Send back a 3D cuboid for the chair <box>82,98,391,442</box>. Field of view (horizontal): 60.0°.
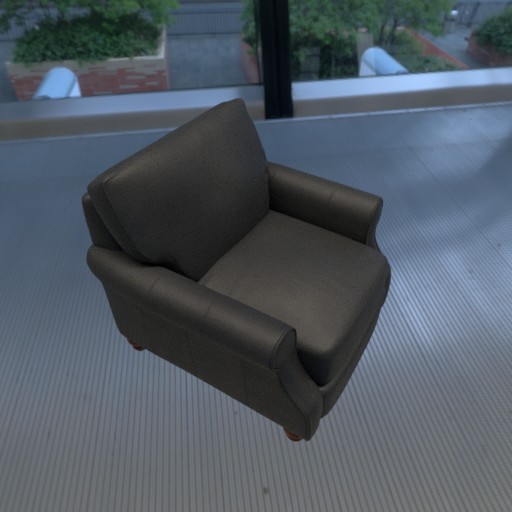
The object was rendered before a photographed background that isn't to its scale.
[{"bbox_3d":[0.000,0.000,1.798,1.027,0.960,1.015,26,47,27],"label":"chair"}]
